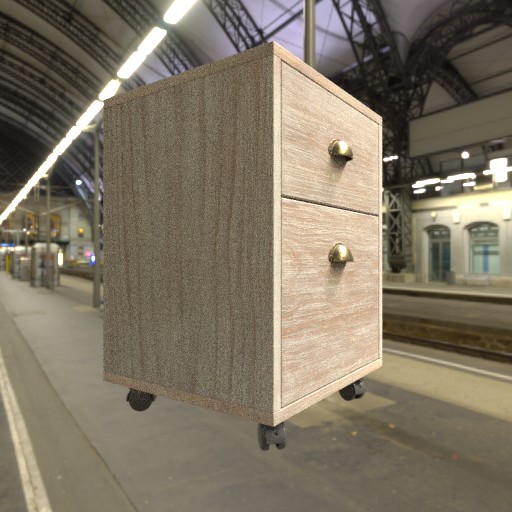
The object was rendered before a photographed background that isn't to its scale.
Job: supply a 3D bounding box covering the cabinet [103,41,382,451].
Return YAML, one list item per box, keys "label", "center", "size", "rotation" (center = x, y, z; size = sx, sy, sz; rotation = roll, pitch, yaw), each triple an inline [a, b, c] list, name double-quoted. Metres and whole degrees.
- label: "cabinet"
  center: [0.000, 0.000, 0.866]
  size: [0.401, 0.579, 0.409]
  rotation: [0, 0, 36]
